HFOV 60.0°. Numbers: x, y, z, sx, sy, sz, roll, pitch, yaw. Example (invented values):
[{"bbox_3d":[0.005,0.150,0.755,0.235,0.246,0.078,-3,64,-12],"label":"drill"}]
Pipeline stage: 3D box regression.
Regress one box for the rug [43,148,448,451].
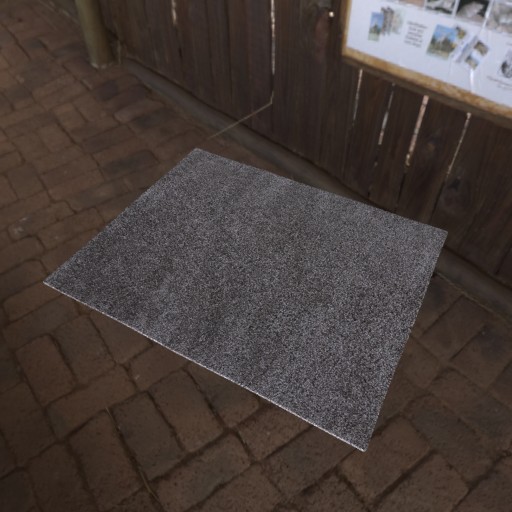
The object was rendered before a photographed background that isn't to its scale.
[{"bbox_3d":[0.000,0.000,4.152,3.000,0.025,2.401,22,51,19],"label":"rug"}]
